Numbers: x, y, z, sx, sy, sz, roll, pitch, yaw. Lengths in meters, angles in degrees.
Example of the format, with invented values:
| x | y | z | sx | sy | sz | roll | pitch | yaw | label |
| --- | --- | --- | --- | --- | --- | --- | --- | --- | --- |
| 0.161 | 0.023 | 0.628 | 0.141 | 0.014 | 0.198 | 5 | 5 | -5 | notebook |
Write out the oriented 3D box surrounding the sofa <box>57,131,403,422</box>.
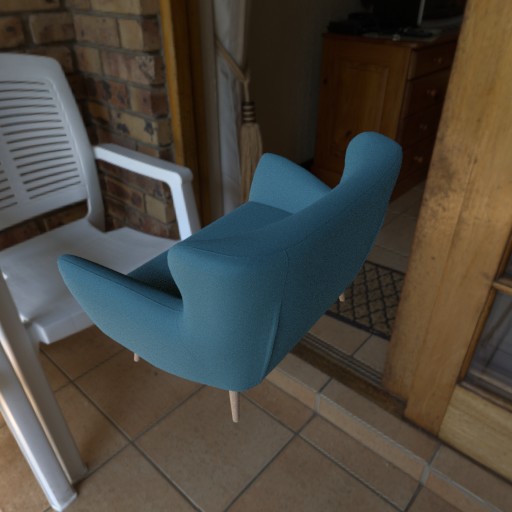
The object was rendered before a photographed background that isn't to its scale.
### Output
| x | y | z | sx | sy | sz | roll | pitch | yaw | label |
| --- | --- | --- | --- | --- | --- | --- | --- | --- | --- |
| 0.000 | 0.000 | 1.985 | 0.889 | 0.889 | 1.397 | 22 | 39 | 29 | sofa |
